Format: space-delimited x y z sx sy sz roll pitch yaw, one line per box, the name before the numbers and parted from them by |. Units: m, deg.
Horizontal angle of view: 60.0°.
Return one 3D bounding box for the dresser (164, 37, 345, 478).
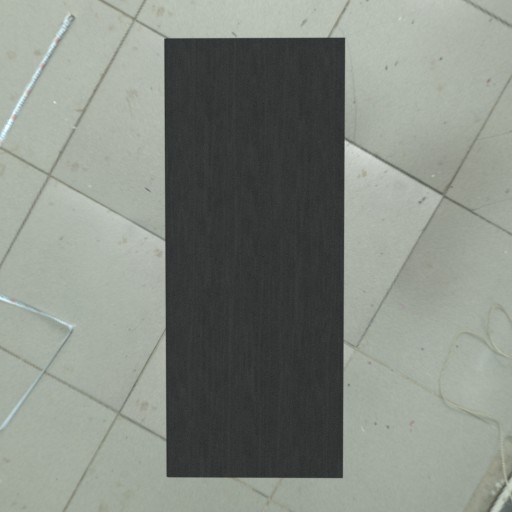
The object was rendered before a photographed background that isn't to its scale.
dresser | 0.000 0.000 1.407 0.404 0.816 0.994 0 91 0
